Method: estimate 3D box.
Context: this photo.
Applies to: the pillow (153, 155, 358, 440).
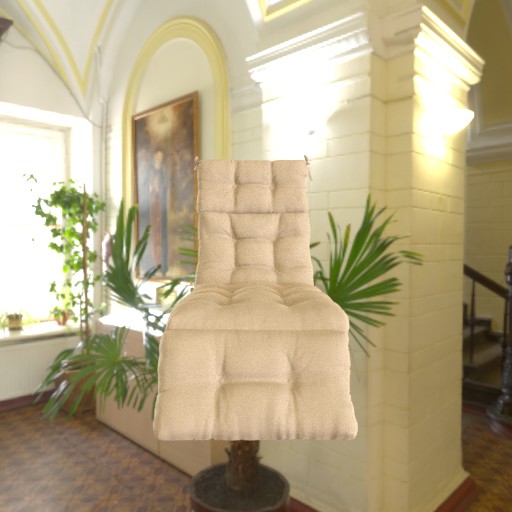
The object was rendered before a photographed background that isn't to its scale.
[{"bbox_3d":[0.000,0.000,1.513,0.526,0.863,1.016,0,1,-1],"label":"pillow"}]
